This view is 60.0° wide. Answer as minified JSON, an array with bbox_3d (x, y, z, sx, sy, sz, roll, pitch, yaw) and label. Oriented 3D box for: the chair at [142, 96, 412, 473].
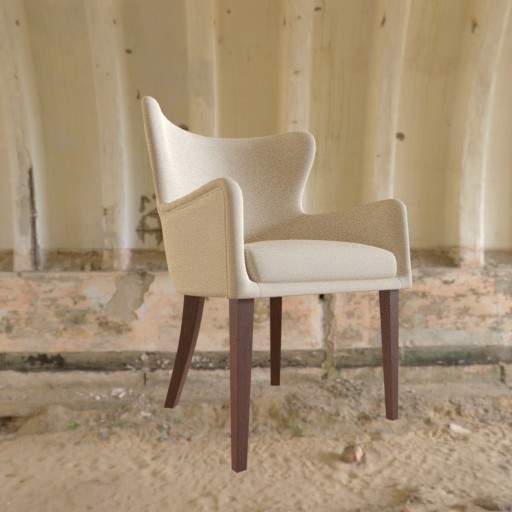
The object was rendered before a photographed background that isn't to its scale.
[{"bbox_3d":[0.000,0.000,1.446,0.696,0.990,0.744,0,-1,-36],"label":"chair"}]
